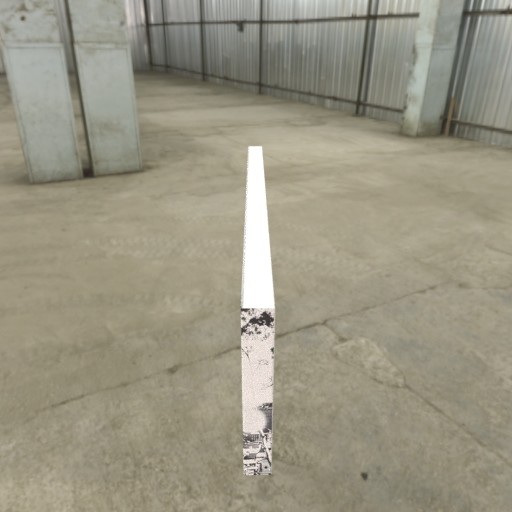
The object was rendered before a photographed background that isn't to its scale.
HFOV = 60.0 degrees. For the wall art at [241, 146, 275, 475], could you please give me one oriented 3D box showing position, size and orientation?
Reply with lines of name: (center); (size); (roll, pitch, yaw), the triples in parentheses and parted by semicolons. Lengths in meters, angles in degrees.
wall art: (0.000, 0.000, 0.862); (0.036, 0.256, 0.766); (0, 26, 0)
